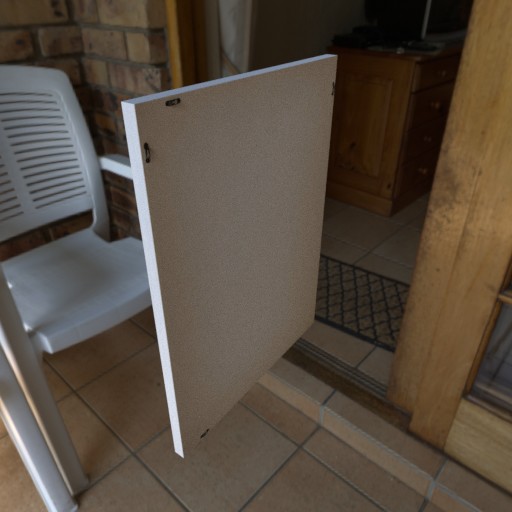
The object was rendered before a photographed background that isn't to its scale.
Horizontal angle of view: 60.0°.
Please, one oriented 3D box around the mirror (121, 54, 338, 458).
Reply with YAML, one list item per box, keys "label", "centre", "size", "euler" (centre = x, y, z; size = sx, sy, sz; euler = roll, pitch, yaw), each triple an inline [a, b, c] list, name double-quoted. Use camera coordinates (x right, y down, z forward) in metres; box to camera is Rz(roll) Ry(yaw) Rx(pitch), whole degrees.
- label: "mirror"
  centre: [0.000, 0.000, 1.313]
  size: [0.040, 1.016, 0.762]
  euler: [21, 38, 30]
